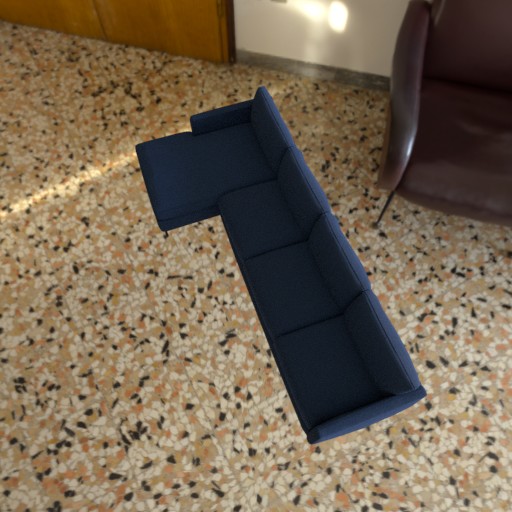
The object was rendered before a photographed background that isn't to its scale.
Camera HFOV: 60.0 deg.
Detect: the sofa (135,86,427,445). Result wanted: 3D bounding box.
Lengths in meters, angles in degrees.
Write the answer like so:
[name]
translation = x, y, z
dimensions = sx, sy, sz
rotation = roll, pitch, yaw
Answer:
[sofa]
translation = 0.000, 0.000, 2.977
dimensions = 1.128, 0.679, 2.450
rotation = -18, 65, -9
